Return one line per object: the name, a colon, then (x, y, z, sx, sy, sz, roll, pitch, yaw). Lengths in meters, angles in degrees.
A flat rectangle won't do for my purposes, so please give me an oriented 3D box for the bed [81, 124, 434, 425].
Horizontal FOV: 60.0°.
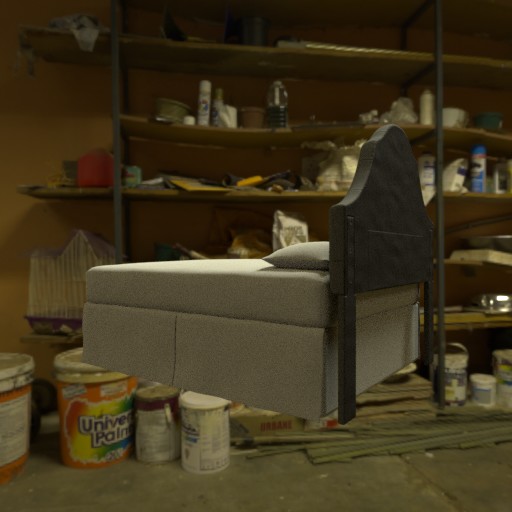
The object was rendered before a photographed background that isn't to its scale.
bed: (0.000, 0.000, 3.315, 2.155, 1.575, 1.636, 0, 0, 37)
